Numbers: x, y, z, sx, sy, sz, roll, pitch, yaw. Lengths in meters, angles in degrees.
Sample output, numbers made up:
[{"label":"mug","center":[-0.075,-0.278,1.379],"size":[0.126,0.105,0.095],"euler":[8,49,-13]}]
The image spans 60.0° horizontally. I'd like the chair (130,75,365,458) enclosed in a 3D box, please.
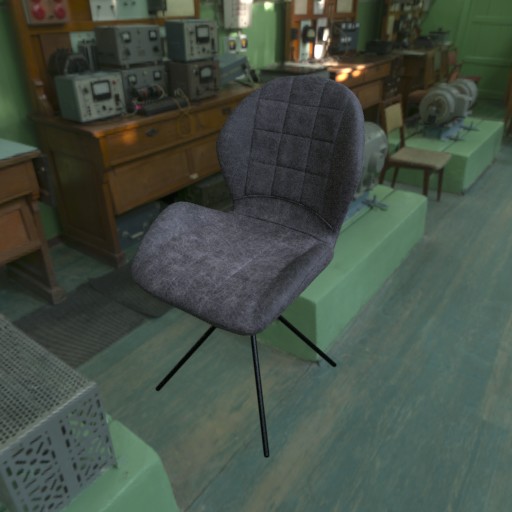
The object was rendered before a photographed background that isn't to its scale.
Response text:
[{"label":"chair","center":[0.000,0.000,1.318],"size":[0.527,0.934,0.640],"euler":[19,36,29]}]
